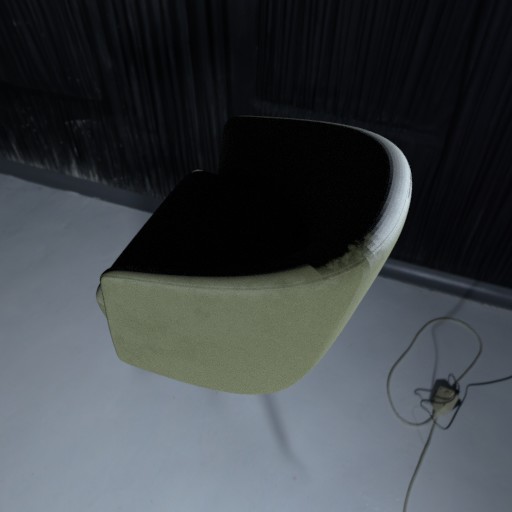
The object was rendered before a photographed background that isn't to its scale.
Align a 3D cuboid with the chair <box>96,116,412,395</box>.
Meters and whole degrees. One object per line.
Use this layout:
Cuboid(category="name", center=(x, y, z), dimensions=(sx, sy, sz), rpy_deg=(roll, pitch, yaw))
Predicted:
Cuboid(category="chair", center=(0.000, 0.000, 1.355), dimensions=(0.767, 0.698, 0.773), rpy_deg=(15, 48, 14))
